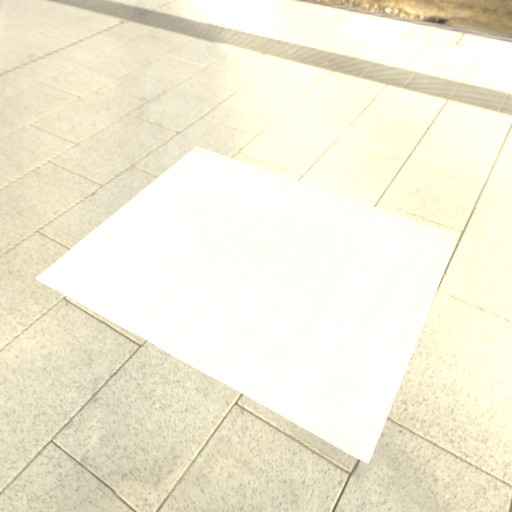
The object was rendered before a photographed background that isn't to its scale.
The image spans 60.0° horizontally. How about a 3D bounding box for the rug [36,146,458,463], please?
[{"bbox_3d":[0.000,0.000,3.825,2.897,0.035,2.277,23,51,20],"label":"rug"}]
